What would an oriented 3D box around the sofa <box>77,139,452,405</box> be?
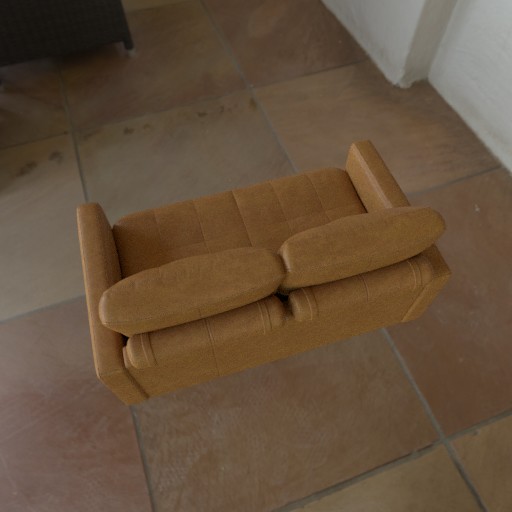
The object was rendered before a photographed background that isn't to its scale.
[{"bbox_3d":[0.000,0.000,1.961,1.430,0.898,0.868,-15,60,-9],"label":"sofa"}]
